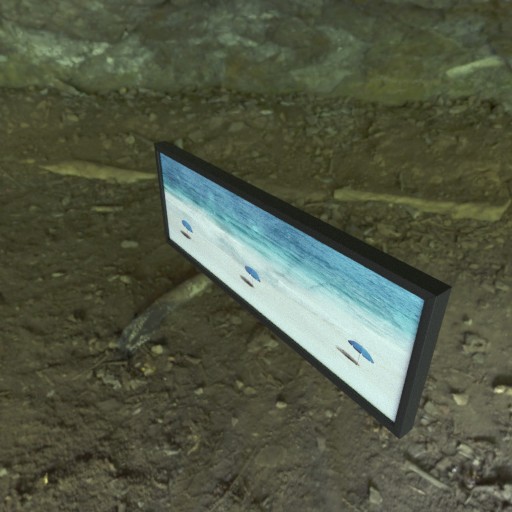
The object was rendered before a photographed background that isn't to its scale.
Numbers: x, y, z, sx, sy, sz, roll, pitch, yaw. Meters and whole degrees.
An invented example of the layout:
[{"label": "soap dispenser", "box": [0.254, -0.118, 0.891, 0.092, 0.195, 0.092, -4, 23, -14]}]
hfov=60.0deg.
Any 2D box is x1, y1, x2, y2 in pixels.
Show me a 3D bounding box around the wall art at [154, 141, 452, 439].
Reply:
[{"label": "wall art", "box": [0.000, 0.000, 0.980, 0.037, 0.303, 0.860, -21, 37, -31]}]
